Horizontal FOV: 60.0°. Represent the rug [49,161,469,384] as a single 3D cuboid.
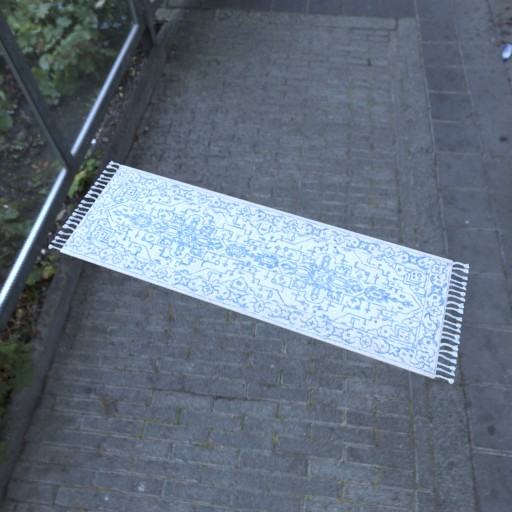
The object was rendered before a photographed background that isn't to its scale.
[{"bbox_3d":[0.000,0.000,2.689,2.449,0.011,0.774,17,60,10],"label":"rug"}]
